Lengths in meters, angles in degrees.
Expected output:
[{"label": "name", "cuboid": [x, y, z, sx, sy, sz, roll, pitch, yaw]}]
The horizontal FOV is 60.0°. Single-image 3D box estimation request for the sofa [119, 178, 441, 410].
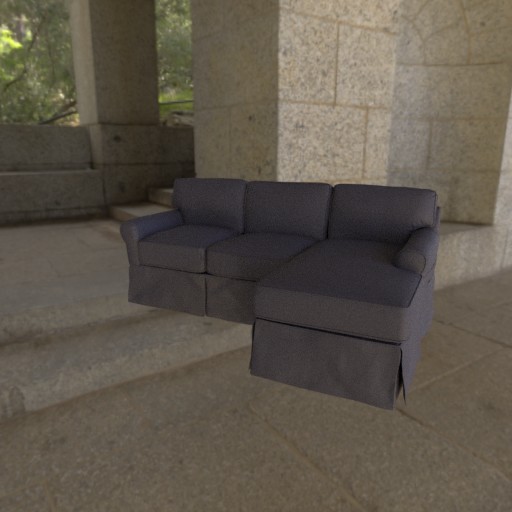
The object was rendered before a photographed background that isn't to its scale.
[{"label": "sofa", "cuboid": [0.000, 0.000, 3.377, 2.518, 1.039, 1.637, 7, 16, 25]}]
